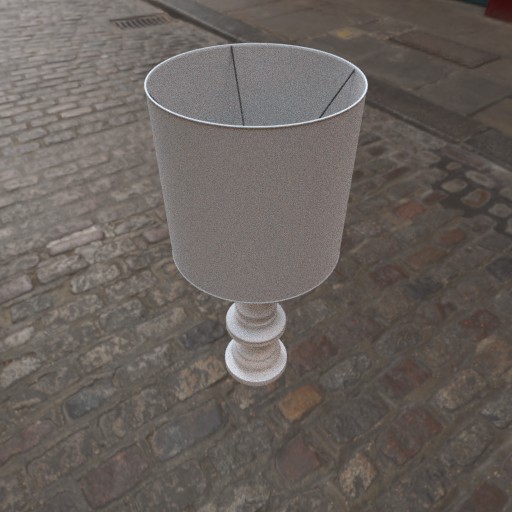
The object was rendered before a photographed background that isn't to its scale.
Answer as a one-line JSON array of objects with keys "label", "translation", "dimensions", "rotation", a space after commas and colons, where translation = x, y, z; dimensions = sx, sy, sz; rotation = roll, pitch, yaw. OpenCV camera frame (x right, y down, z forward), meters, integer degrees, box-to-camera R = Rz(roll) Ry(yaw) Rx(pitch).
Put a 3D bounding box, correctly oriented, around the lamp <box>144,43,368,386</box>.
[{"label": "lamp", "translation": [0.000, 0.000, 0.572], "dimensions": [0.208, 0.455, 0.208], "rotation": [-26, 48, -26]}]
